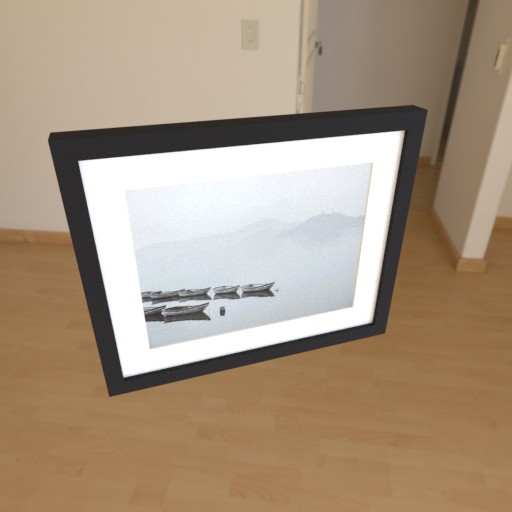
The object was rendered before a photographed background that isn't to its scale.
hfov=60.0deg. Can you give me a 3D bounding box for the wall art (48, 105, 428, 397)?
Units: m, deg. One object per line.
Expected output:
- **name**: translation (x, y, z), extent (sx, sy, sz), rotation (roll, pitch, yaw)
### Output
- **wall art**: translation (0.000, 0.000, 0.539), extent (0.397, 0.325, 0.028), rotation (-9, 32, -15)
